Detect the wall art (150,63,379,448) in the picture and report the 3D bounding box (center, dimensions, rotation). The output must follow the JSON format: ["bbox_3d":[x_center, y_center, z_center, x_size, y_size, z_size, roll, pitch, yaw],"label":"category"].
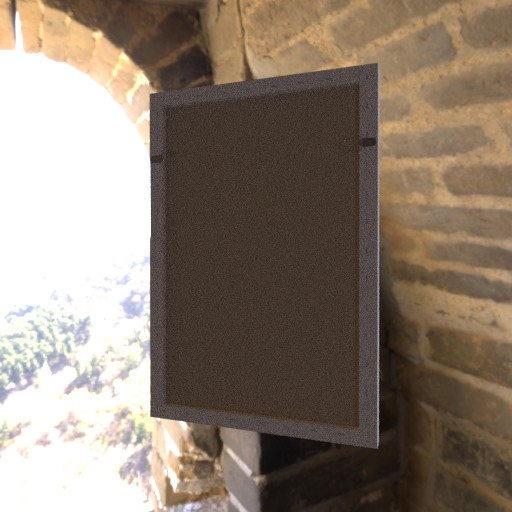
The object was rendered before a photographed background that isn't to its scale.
[{"bbox_3d":[0.000,0.000,1.169,0.624,0.914,0.043,0,0,19],"label":"wall art"}]
